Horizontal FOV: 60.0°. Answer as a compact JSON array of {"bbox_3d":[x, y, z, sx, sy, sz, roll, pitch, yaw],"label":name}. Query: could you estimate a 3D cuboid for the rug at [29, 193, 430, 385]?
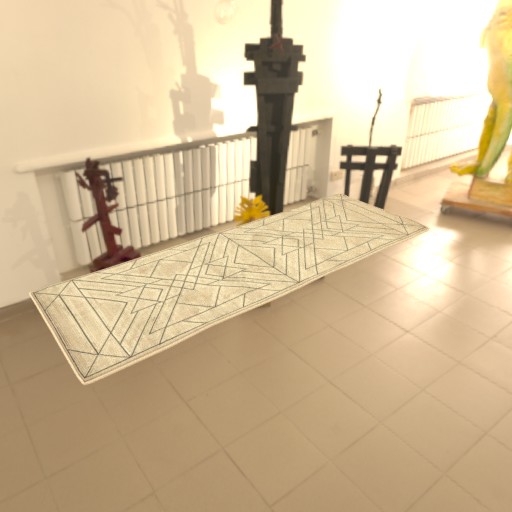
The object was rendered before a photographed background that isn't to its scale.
[{"bbox_3d":[0.000,0.000,2.676,2.381,0.036,0.831,-20,35,-32],"label":"rug"}]
